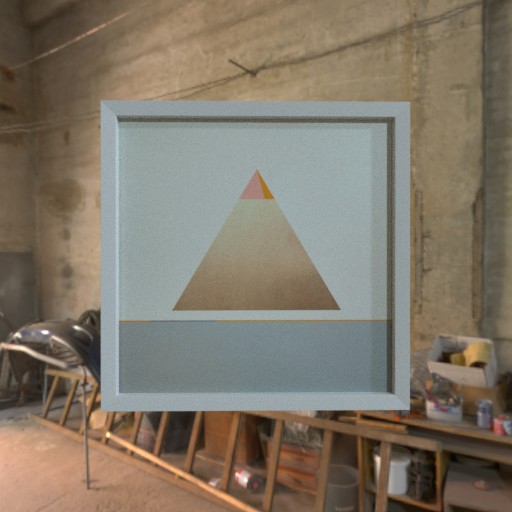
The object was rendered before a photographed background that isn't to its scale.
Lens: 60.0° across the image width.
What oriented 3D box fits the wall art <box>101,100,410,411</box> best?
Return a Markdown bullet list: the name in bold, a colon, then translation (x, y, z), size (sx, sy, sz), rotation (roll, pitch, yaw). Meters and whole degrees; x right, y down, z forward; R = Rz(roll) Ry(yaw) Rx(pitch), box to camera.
- **wall art**: translation (0.000, 0.000, 1.897), size (1.289, 1.291, 0.098), rotation (0, 0, -1)
